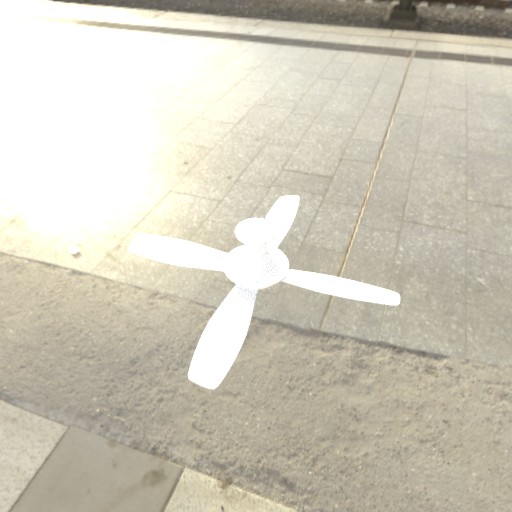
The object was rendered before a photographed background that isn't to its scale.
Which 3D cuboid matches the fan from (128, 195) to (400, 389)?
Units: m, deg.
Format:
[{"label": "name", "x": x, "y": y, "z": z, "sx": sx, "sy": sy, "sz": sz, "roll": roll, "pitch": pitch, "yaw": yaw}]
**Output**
[{"label": "fan", "x": 0.000, "y": 0.000, "z": 2.611, "sx": 1.694, "sy": 0.382, "sz": 1.693, "roll": 12, "pitch": 42, "yaw": 13}]
